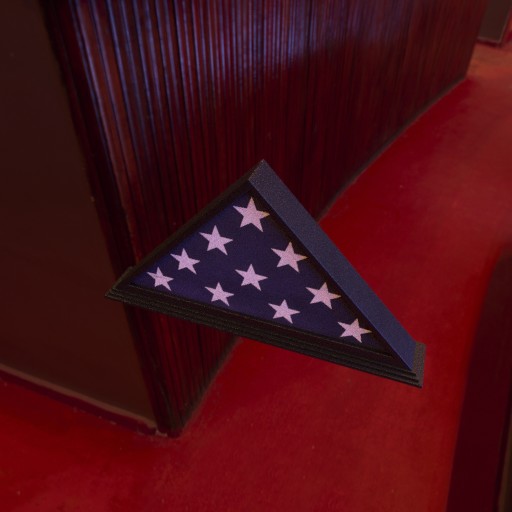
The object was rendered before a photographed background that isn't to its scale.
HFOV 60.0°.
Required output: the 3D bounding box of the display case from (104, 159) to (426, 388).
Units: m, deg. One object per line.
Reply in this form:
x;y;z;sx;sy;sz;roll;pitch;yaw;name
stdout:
0.000;0.000;0.768;0.640;0.340;0.095;13;42;15;display case
